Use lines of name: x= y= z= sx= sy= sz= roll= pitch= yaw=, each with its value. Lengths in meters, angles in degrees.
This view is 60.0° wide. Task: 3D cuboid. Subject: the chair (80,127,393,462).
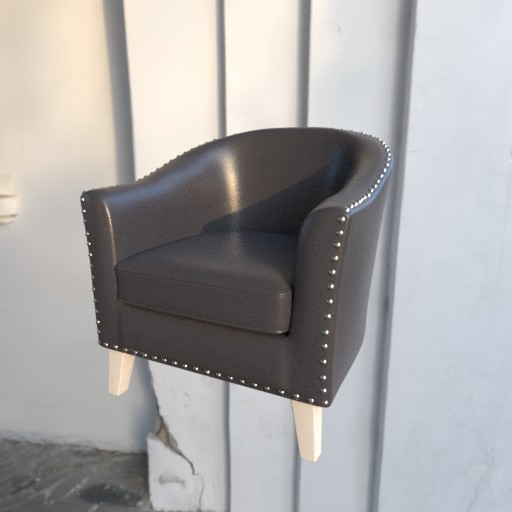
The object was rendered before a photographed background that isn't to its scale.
chair: x=0.000 y=0.000 z=1.429 sx=0.794 sy=0.823 sz=0.748 roll=7 pitch=16 yaw=27
